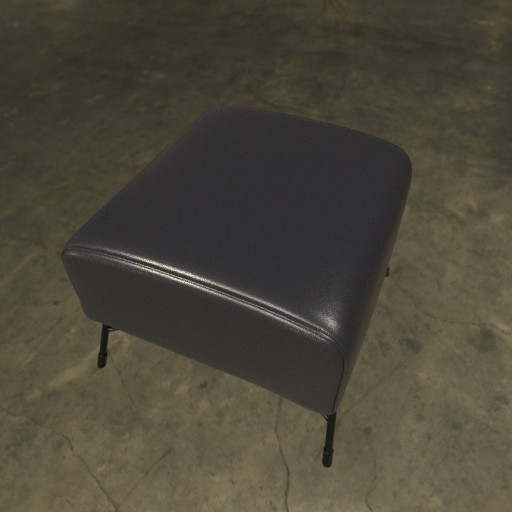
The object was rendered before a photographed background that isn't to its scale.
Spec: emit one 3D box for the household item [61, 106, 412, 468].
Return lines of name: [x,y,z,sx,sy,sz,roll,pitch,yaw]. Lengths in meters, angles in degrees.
household item: [0.000,0.000,0.912,0.530,0.410,0.530,17,48,16]
